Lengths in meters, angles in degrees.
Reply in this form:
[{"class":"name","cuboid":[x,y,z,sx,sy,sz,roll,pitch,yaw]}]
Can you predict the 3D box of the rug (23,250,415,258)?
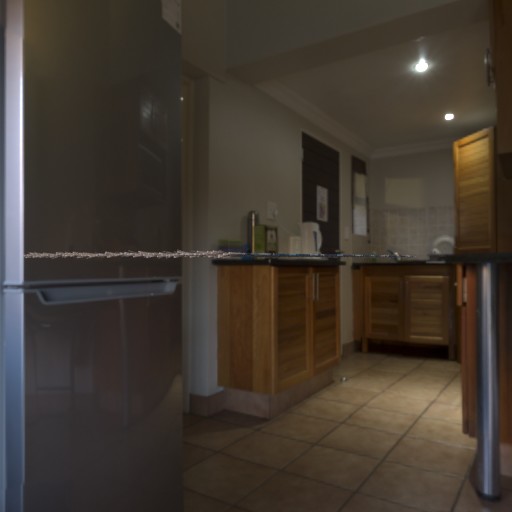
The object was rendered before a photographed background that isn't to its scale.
[{"class":"rug","cuboid":[0.000,0.000,2.403,1.181,0.028,1.936,0,0,35]}]
